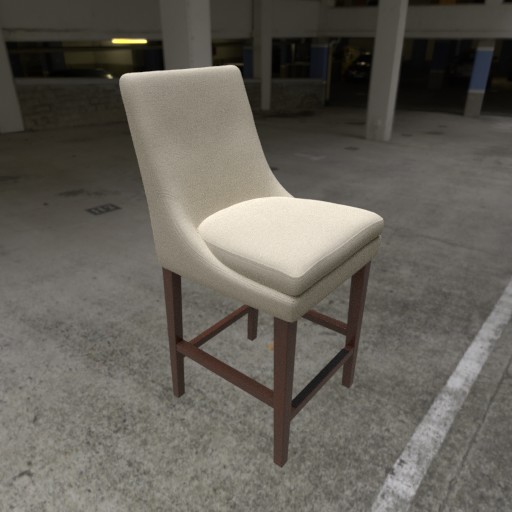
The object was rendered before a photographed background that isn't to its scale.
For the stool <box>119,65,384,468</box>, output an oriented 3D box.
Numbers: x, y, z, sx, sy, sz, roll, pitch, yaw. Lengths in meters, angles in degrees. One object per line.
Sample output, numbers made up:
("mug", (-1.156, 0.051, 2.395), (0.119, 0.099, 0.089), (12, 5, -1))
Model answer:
("stool", (0.000, 0.000, 1.284), (0.577, 0.981, 0.470), (20, 33, 34))
